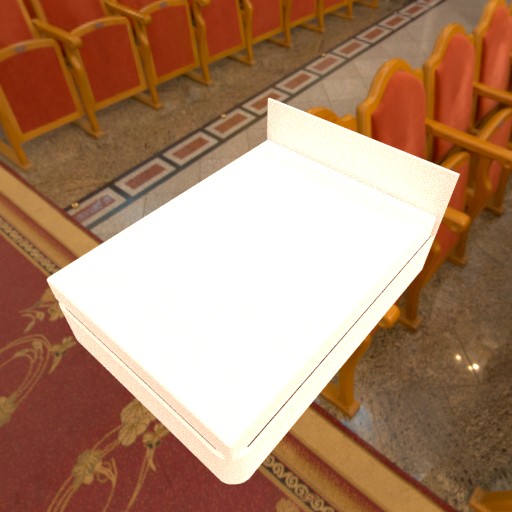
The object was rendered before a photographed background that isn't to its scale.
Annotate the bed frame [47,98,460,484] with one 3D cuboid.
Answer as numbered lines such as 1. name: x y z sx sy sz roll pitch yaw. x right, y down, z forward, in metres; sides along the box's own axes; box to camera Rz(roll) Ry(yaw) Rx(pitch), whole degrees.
1. bed frame: 0.000 0.000 2.613 1.400 0.800 1.900 32 54 27
